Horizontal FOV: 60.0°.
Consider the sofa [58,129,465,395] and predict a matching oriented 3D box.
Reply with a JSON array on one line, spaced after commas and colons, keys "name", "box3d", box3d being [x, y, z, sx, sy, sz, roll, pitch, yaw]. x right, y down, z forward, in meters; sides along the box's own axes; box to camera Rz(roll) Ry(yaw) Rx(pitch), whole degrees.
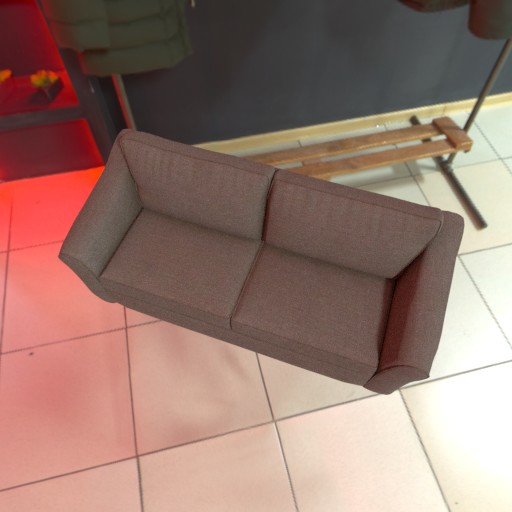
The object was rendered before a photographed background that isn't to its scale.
[{"name": "sofa", "box3d": [0.000, 0.000, 2.786, 2.270, 0.906, 0.986, 17, 59, 10]}]
